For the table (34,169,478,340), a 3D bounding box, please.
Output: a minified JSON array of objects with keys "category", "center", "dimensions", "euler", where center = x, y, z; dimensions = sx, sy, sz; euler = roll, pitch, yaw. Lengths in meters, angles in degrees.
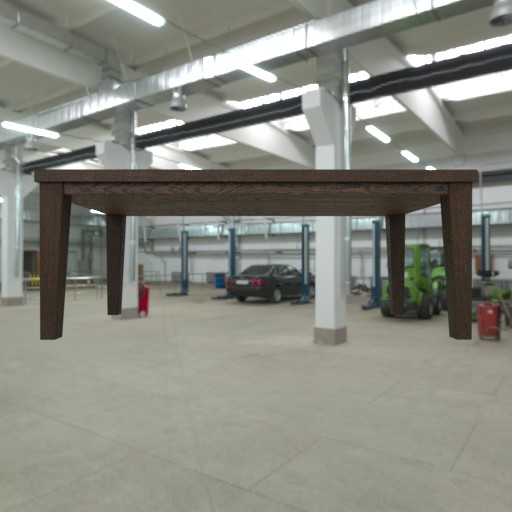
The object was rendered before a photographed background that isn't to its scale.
[{"category":"table","center":[0.000,0.000,2.477],"dimensions":[1.981,0.762,1.016],"euler":[0,-1,0]}]
